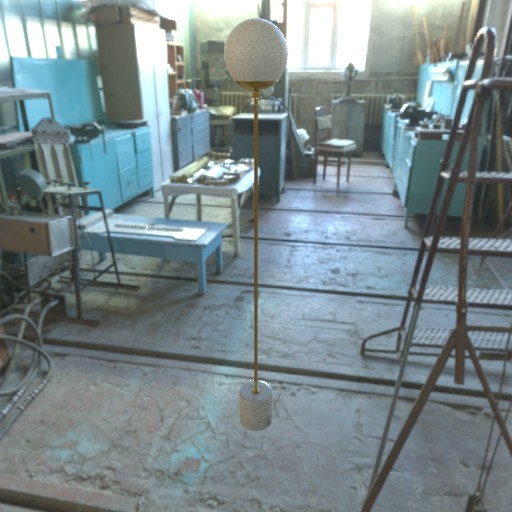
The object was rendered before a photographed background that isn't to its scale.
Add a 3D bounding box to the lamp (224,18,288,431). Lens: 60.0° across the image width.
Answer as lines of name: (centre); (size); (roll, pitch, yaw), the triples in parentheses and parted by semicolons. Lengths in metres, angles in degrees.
lamp: (0.000, 0.000, 1.848); (0.224, 1.753, 0.224); (-15, 27, -31)
